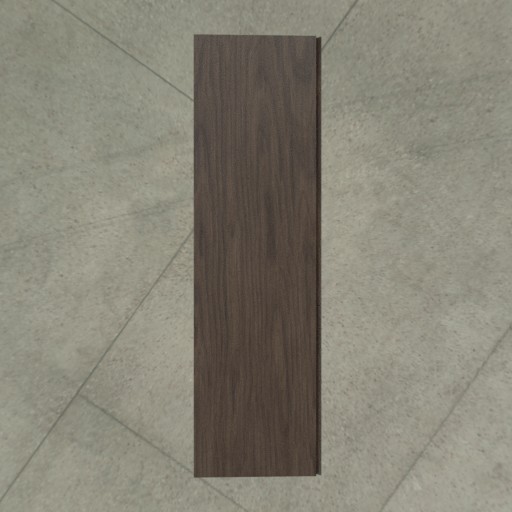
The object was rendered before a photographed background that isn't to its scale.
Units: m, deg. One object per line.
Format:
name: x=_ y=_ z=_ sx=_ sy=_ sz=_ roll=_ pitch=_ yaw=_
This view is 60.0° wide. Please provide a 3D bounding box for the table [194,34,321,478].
table: x=0.000 y=0.000 z=1.654 sx=0.405 sy=0.508 sz=1.397 roll=0 pitch=90 yaw=-1
